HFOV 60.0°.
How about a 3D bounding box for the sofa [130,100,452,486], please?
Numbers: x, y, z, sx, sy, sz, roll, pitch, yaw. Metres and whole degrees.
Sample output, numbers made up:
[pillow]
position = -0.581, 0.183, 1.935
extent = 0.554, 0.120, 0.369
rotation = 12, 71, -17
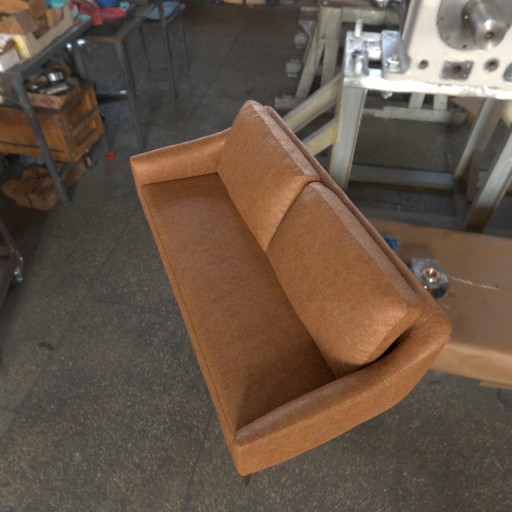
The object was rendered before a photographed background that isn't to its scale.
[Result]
[sofa]
position = 0.000, 0.000, 2.495
extent = 0.981, 0.945, 2.036
rotation = -17, 50, -15
